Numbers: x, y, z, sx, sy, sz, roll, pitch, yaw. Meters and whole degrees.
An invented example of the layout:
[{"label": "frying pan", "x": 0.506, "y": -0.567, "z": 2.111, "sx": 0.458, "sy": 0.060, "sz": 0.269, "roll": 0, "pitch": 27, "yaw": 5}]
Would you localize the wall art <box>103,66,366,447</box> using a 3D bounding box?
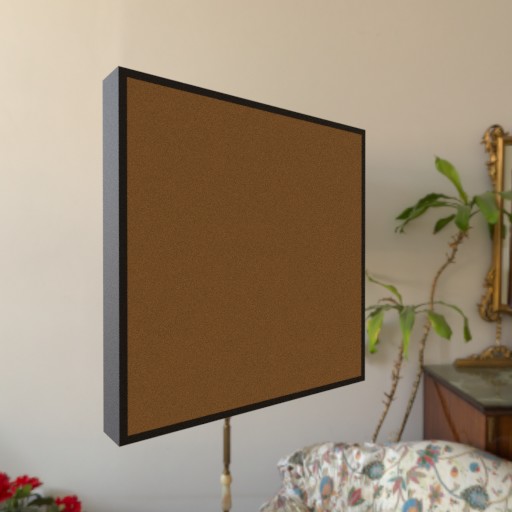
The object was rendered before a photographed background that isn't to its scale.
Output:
[{"label": "wall art", "x": 0.000, "y": 0.000, "z": 0.461, "sx": 0.304, "sy": 0.304, "sz": 0.038, "roll": 0, "pitch": 1, "yaw": -37}]
